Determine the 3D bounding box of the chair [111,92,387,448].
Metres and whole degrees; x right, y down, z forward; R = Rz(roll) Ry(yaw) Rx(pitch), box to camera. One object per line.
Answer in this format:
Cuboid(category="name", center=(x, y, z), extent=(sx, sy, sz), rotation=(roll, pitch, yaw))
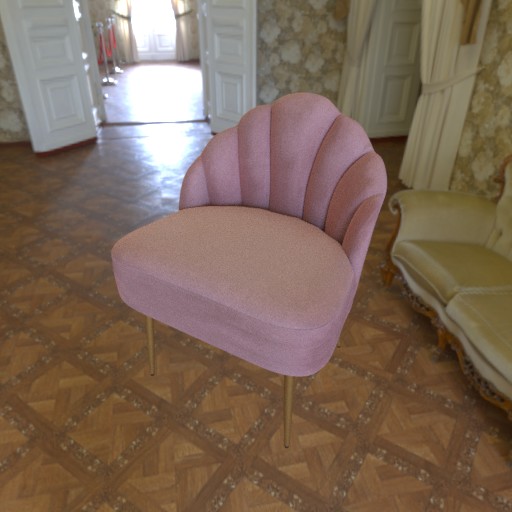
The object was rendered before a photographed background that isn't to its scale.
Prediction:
Cuboid(category="chair", center=(0.000, 0.000, 1.290), extent=(0.657, 0.819, 0.599), rotation=(18, 35, 27))
